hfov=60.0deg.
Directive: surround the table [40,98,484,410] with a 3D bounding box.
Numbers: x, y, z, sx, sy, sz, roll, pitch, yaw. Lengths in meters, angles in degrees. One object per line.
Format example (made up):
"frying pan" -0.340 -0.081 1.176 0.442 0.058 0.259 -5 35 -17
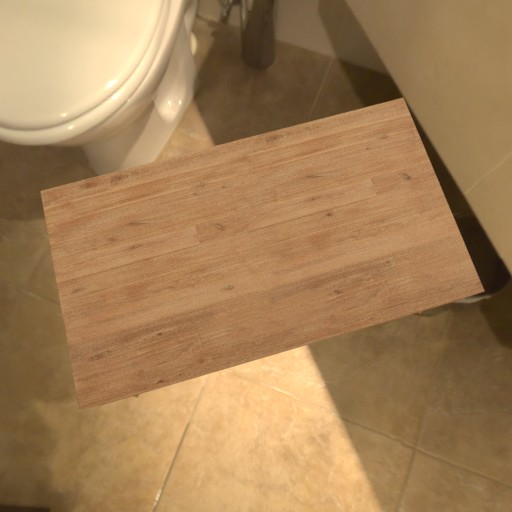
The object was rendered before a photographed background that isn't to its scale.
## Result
"table" 0.000 0.000 2.059 1.619 0.531 0.918 -15 76 -4
